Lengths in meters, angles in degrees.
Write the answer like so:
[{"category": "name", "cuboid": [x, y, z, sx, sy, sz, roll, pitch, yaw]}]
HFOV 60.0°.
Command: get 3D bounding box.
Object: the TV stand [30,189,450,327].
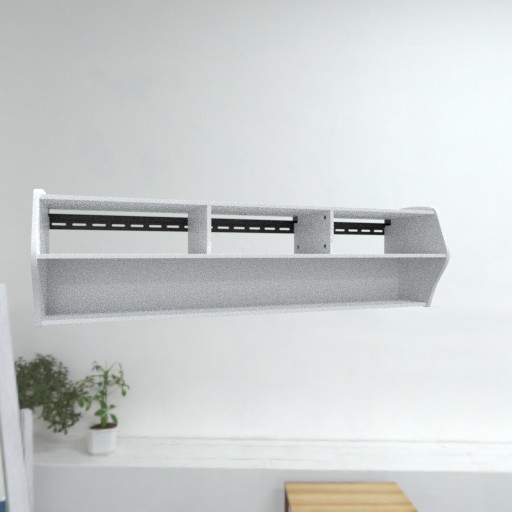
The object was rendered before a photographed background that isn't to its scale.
[{"category": "TV stand", "cuboid": [0.000, 0.000, 1.662, 1.473, 0.424, 0.397, 0, 0, -20]}]
